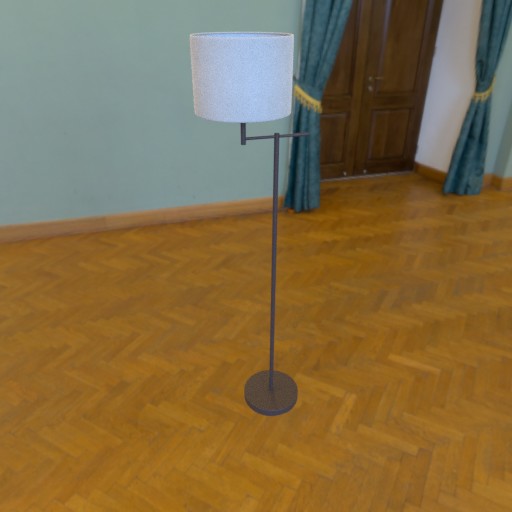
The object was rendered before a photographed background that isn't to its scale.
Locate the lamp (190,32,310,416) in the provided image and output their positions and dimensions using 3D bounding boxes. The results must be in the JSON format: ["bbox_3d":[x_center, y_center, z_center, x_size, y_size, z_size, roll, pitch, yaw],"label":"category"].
[{"bbox_3d":[0.000,0.000,1.785,0.416,1.600,0.324,-9,31,-15],"label":"lamp"}]
